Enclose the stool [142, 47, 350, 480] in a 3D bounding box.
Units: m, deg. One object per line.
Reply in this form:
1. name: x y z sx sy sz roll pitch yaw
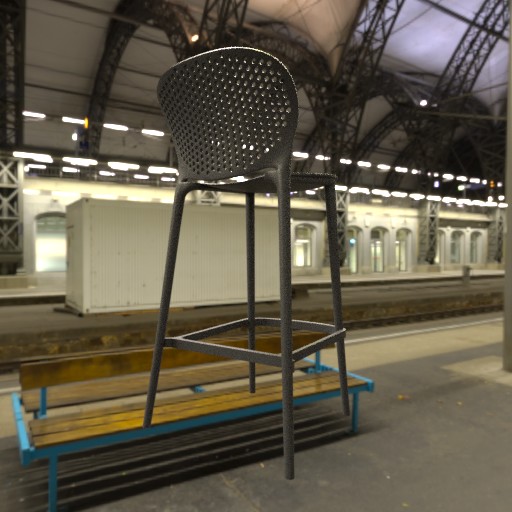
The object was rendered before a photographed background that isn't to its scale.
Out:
1. stool: 0.000 0.000 1.366 0.536 1.045 0.535 0 1 36
